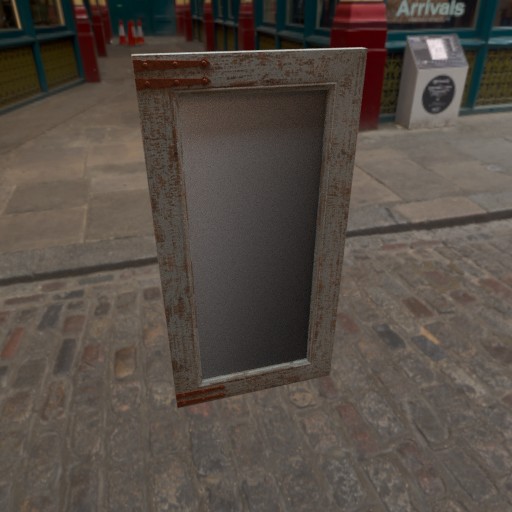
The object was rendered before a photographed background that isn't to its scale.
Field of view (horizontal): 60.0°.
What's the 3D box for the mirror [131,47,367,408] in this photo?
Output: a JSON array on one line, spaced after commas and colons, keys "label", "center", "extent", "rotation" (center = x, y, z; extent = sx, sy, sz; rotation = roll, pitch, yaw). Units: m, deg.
[{"label": "mirror", "center": [0.000, 0.000, 1.095], "extent": [0.472, 0.922, 0.027], "rotation": [-8, 31, -14]}]
